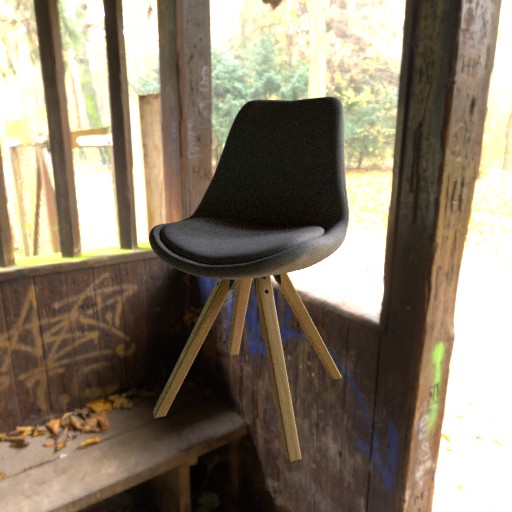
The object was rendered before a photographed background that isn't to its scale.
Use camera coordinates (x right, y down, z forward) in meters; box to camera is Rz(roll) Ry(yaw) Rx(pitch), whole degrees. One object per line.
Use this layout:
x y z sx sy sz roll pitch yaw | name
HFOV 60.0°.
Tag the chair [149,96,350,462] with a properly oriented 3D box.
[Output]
0.000 0.000 1.227 0.483 0.865 0.550 7 16 25 | chair
